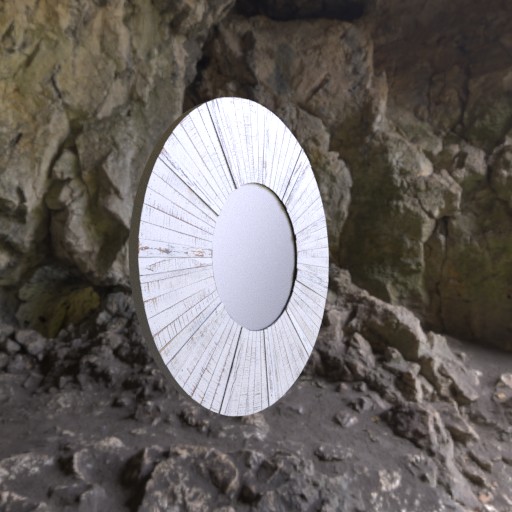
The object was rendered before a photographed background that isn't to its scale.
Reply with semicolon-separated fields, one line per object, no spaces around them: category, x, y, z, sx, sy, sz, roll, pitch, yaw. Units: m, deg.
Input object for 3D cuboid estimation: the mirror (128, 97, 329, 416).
mirror;0.000;0.000;1.332;0.038;0.914;0.914;-1;-3;35
